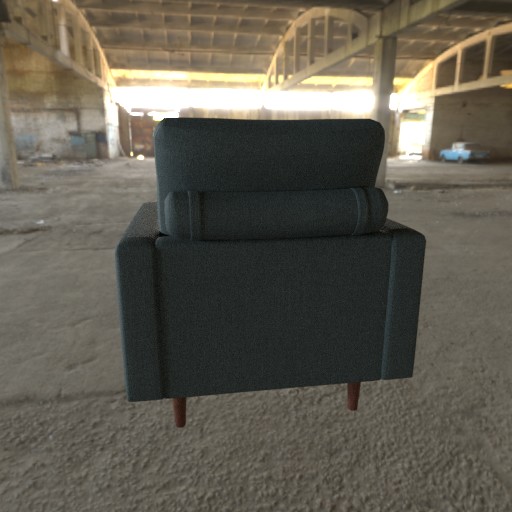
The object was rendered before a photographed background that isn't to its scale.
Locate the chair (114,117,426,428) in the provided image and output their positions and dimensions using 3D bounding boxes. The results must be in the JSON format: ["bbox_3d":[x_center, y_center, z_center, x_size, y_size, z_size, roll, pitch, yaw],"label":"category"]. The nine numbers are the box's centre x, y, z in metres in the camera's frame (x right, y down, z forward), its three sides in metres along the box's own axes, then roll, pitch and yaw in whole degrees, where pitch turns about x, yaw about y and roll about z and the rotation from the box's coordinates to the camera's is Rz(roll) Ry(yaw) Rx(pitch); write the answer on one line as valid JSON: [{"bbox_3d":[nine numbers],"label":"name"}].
[{"bbox_3d":[0.000,0.000,1.517,0.821,0.880,0.843,-2,15,-9],"label":"chair"}]
